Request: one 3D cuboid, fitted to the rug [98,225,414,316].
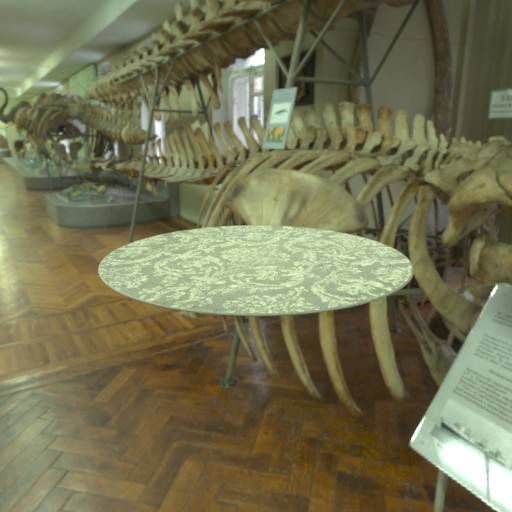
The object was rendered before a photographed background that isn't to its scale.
[{"bbox_3d":[0.000,0.000,2.363,1.593,0.012,1.593,0,16,0],"label":"rug"}]
